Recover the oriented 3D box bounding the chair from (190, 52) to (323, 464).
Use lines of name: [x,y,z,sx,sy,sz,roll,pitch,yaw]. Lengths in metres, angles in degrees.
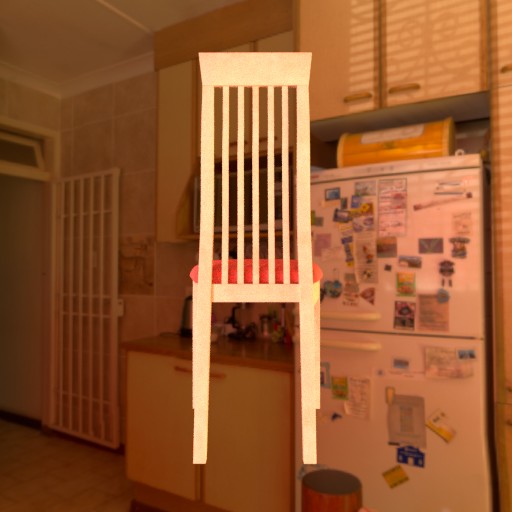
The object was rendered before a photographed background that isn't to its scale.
chair: [0.000,0.000,1.319,0.460,1.027,0.474,0,-2,0]
